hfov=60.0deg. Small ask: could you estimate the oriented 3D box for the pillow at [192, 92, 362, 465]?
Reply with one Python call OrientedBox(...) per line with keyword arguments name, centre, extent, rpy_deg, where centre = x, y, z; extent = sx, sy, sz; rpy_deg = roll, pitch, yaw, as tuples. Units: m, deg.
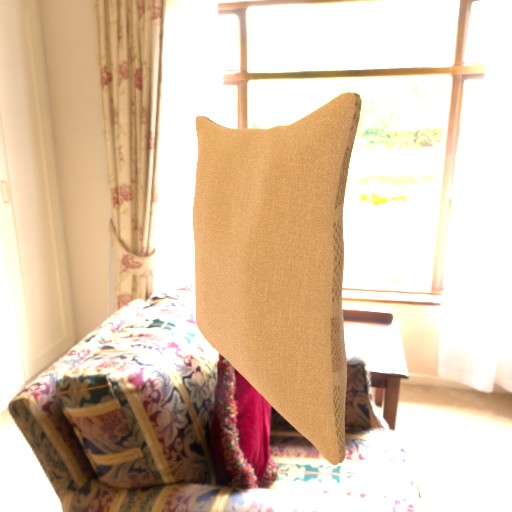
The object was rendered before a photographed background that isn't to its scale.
OrientedBox(name="pillow", centre=(0.000, 0.000, 0.675), extent=(0.138, 0.432, 0.436), rpy_deg=(-7, 16, -27))
